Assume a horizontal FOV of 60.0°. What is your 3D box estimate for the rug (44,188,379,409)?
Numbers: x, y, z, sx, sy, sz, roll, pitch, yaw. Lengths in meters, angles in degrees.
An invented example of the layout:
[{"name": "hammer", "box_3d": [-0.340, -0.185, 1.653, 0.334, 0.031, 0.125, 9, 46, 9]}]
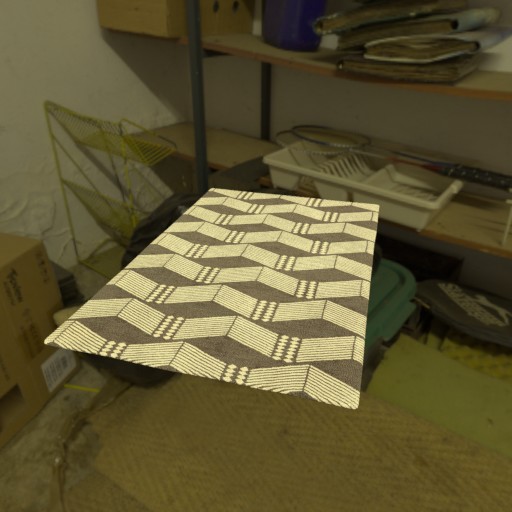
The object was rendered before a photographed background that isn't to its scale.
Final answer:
[{"name": "rug", "box_3d": [0.000, 0.000, 2.356, 1.210, 0.016, 1.833, 8, 29, 14]}]
